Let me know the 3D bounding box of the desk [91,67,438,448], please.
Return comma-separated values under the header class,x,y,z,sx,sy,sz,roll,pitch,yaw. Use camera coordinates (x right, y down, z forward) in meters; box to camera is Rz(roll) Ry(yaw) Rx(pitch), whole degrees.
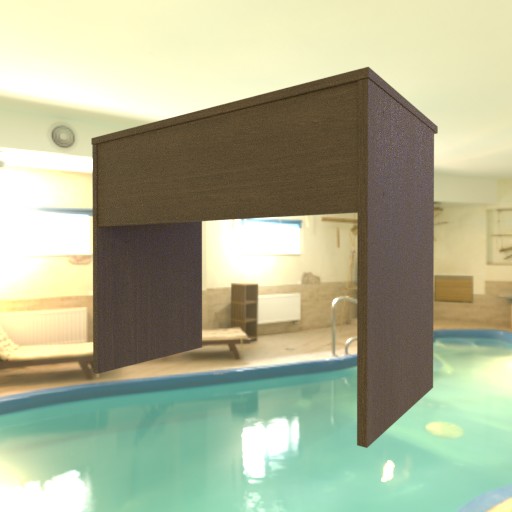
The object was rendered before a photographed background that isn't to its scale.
class,x,y,z,sx,sy,sz,roll,pitch,yaw
desk,0.000,0.000,1.304,0.893,0.724,0.498,0,1,36
